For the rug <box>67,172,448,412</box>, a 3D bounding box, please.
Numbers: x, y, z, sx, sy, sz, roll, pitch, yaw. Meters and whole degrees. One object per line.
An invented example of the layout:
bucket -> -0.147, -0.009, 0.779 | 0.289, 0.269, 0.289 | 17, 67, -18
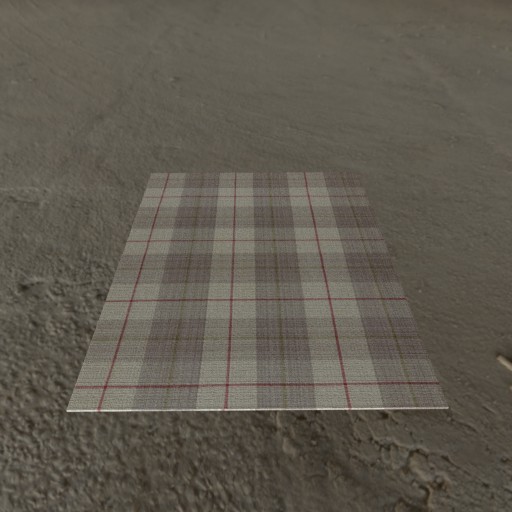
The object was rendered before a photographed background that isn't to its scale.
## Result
rug -> 0.000, 0.000, 3.839 | 2.317, 0.016, 2.959 | 0, 39, 0
